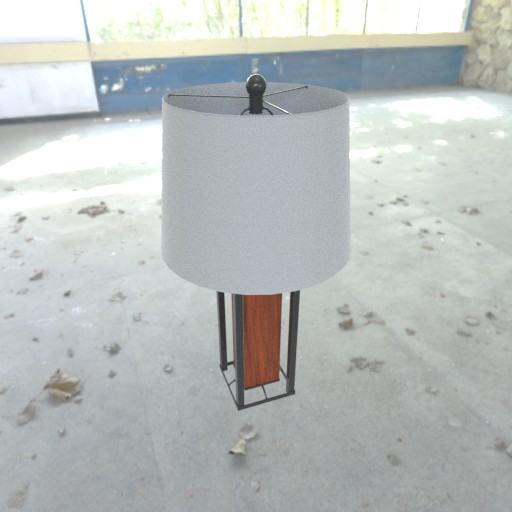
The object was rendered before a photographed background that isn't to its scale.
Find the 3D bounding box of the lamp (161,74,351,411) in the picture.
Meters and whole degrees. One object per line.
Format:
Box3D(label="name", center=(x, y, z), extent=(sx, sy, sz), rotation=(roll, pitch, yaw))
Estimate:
Box3D(label="lamp", center=(0.000, 0.000, 0.772), extent=(0.320, 0.591, 0.320), rotation=(0, 29, 0))
